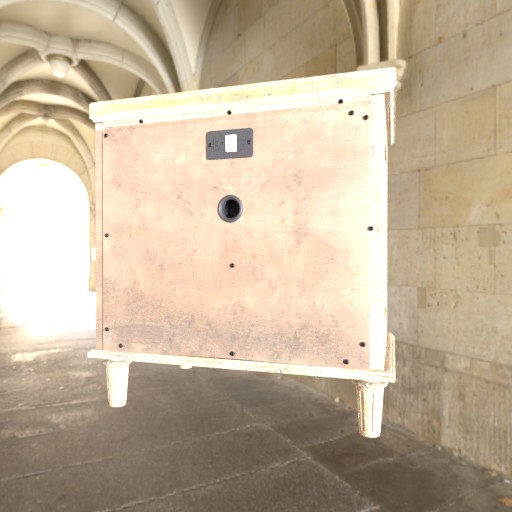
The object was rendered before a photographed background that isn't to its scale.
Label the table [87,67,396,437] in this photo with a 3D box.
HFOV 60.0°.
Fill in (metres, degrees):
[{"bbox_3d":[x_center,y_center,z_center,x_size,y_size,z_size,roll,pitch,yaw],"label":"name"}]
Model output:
[{"bbox_3d":[0.000,0.000,1.145,0.686,0.711,0.457,0,0,17],"label":"table"}]
